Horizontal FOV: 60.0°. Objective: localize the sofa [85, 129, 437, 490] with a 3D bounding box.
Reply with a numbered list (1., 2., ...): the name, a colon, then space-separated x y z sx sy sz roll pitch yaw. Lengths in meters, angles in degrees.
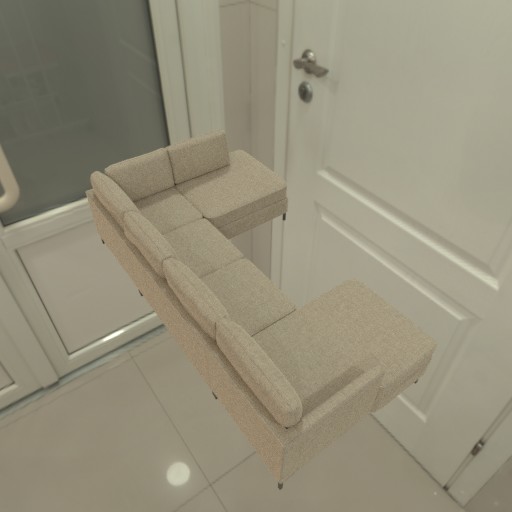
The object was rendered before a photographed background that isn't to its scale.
1. sofa: 0.000 0.000 4.266 2.021 0.996 3.423 -27 49 -25
